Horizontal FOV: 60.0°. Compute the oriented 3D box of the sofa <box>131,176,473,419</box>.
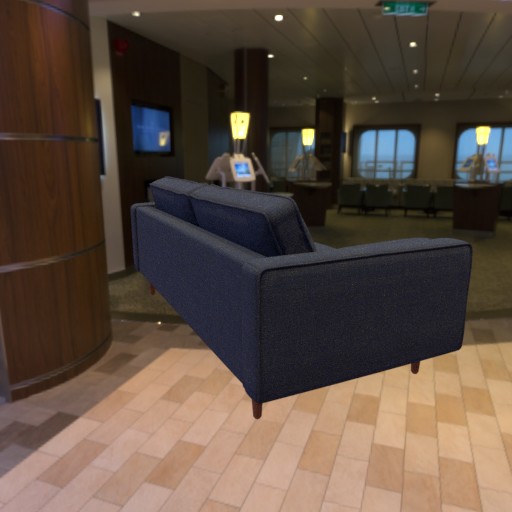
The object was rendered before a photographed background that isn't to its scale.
[{"bbox_3d":[0.000,0.000,2.294,0.914,0.762,1.880,-6,14,-25],"label":"sofa"}]
